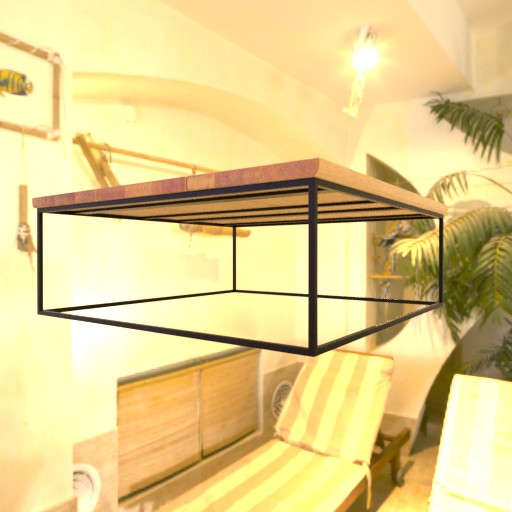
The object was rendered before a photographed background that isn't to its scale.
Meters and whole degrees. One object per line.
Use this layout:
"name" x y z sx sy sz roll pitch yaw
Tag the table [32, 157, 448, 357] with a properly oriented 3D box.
"table" 0.000 0.000 1.646 1.100 0.400 1.100 0 0 36
